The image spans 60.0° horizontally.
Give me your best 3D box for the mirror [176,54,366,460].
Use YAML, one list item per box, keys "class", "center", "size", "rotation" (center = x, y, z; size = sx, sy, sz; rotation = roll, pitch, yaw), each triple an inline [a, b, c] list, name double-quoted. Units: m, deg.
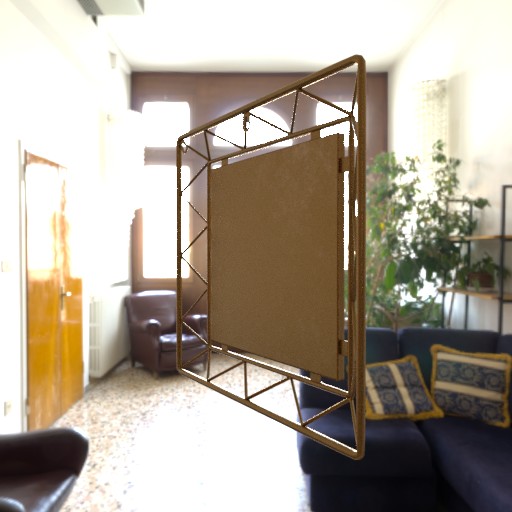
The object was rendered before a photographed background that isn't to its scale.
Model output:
- class: "mirror"
  center: [0.000, 0.000, 0.622]
  size: [0.046, 0.414, 0.416]
  rotation: [0, 1, -36]
